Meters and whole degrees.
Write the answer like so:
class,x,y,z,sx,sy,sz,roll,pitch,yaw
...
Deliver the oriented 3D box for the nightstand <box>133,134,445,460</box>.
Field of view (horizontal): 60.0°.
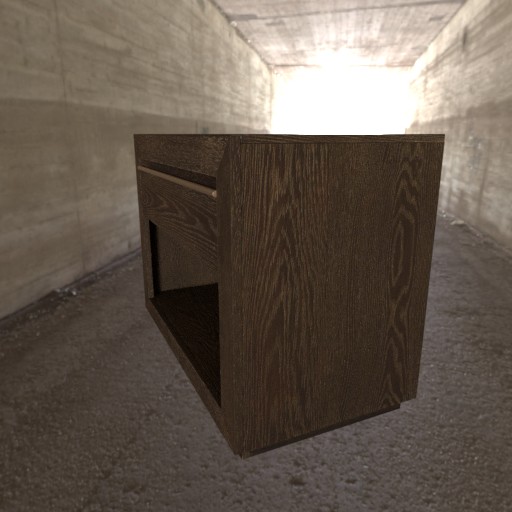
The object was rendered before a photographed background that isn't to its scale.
class,x,y,z,sx,sy,sz,roll,pitch,yaw
nightstand,0.000,0.000,1.152,0.457,0.612,0.775,-7,17,-24
